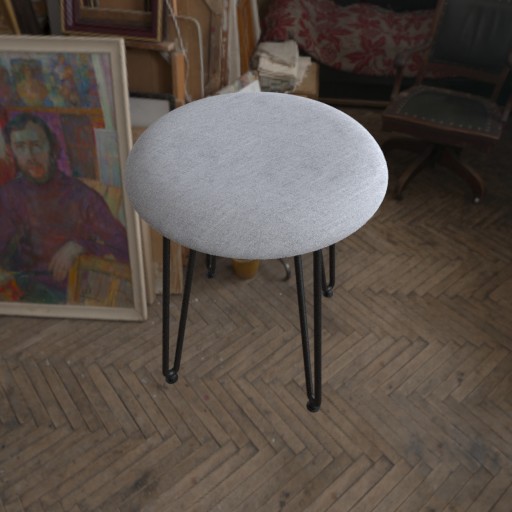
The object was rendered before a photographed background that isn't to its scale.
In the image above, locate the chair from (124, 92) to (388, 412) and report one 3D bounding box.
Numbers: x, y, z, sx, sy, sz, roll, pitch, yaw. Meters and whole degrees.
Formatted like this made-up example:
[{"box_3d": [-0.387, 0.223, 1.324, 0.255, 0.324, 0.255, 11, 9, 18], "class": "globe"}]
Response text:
[{"box_3d": [0.000, 0.000, 0.644, 0.350, 0.386, 0.350, -25, 51, -22], "class": "chair"}]
